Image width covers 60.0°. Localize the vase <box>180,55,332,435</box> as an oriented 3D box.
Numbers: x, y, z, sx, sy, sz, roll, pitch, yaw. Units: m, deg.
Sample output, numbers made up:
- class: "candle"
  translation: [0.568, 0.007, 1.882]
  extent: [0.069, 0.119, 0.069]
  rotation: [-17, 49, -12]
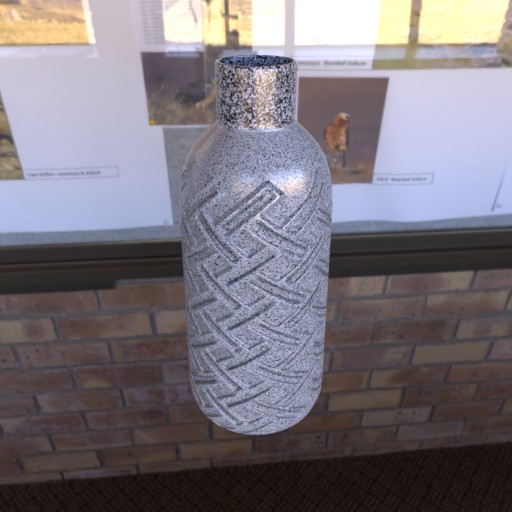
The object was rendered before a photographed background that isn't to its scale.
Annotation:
- class: "vase"
  translation: [0.000, 0.000, 0.346]
  extent: [0.122, 0.282, 0.122]
  rotation: [0, 32, 0]
